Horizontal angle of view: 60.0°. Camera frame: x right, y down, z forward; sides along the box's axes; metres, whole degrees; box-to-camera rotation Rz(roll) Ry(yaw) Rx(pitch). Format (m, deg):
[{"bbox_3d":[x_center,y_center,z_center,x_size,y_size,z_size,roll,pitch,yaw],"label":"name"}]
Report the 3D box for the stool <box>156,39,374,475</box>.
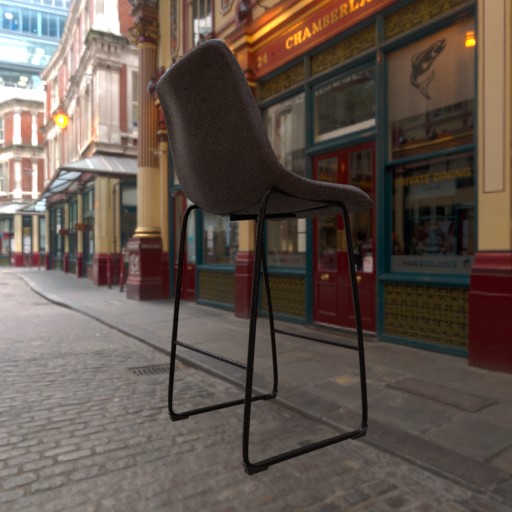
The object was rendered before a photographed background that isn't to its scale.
[{"bbox_3d":[0.000,0.000,1.382,0.561,1.082,0.514,0,0,-35],"label":"stool"}]
